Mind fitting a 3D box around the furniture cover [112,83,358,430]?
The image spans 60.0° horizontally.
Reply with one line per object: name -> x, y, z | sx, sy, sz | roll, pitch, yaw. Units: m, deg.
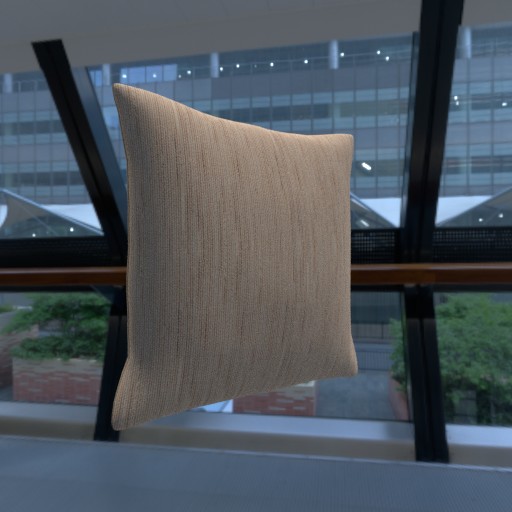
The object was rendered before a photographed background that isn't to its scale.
furniture cover -> 0.000, 0.000, 0.788 | 0.512, 0.506, 0.178 | 0, 1, -35
